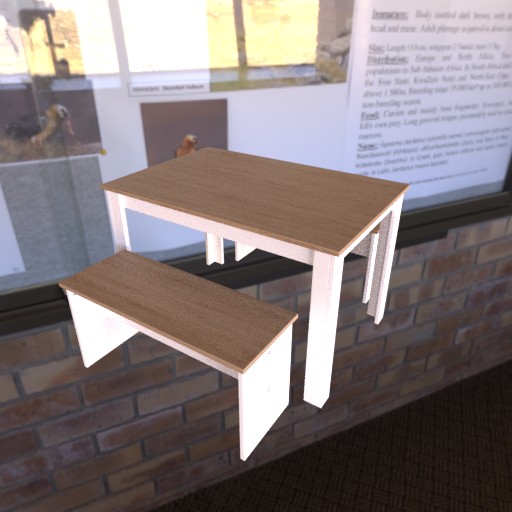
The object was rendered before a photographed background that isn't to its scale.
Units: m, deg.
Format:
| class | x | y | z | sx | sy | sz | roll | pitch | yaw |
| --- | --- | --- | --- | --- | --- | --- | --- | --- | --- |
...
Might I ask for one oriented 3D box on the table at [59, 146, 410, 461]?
| class | x | y | z | sx | sy | sz | roll | pitch | yaw |
| --- | --- | --- | --- | --- | --- | --- | --- | --- | --- |
| table | 0.000 | 0.000 | 2.058 | 1.100 | 0.700 | 1.443 | 18 | 33 | 29 |
